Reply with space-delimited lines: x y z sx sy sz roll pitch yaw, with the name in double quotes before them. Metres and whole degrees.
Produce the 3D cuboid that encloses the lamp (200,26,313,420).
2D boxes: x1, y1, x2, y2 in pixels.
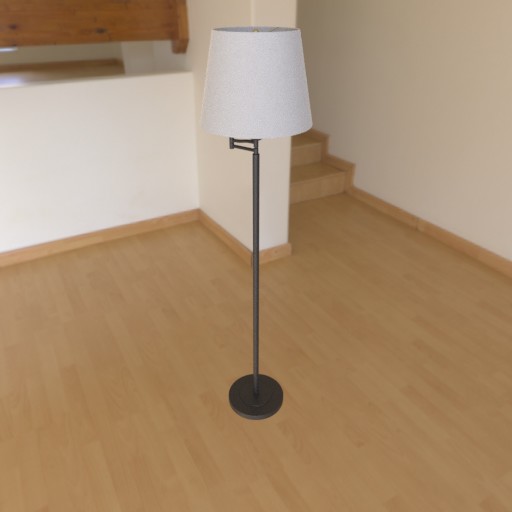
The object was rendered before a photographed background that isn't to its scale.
"lamp" 0.000 0.000 1.613 0.348 1.473 0.348 19 35 29
